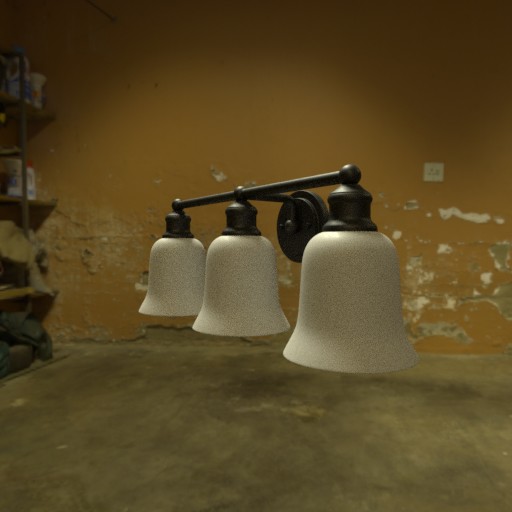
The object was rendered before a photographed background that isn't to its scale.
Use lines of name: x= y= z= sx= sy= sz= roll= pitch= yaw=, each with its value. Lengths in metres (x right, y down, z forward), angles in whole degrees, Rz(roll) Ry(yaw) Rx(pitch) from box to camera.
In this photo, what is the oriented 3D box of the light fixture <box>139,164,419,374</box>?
light fixture: x=0.000 y=0.000 z=0.673 sx=0.198 sy=0.211 sz=0.570 roll=-1 pitch=1 yaw=-36
